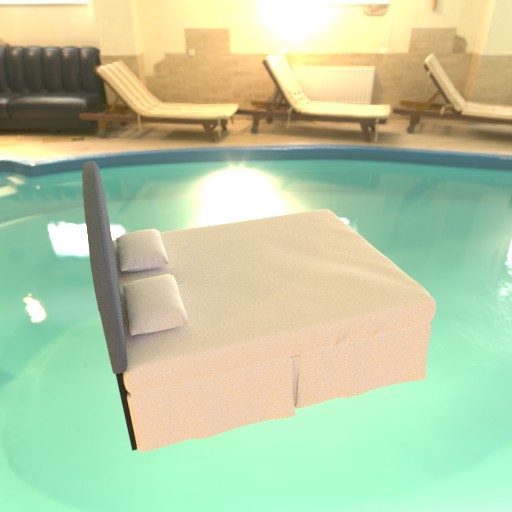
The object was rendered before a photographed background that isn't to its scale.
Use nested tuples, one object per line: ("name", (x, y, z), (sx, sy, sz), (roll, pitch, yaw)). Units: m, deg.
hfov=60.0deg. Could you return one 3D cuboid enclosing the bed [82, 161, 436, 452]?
("bed", (0.000, 0.000, 3.039), (2.005, 1.410, 1.607), (-10, 31, -16))
